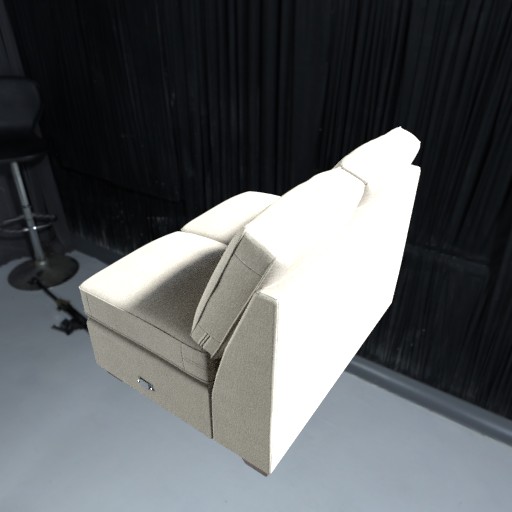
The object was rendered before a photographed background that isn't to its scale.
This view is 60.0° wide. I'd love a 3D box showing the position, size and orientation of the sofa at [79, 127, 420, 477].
[{"bbox_3d":[0.000,0.000,1.986,0.978,1.006,1.232,20,37,29],"label":"sofa"}]
